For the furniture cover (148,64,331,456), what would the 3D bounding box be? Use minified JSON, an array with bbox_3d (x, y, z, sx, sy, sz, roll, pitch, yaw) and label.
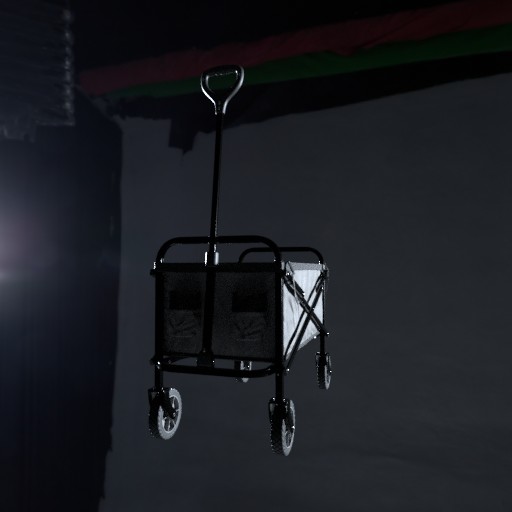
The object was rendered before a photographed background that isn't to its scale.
[{"bbox_3d":[0.000,0.000,1.865,0.532,1.295,1.038,-1,-2,18],"label":"furniture cover"}]
